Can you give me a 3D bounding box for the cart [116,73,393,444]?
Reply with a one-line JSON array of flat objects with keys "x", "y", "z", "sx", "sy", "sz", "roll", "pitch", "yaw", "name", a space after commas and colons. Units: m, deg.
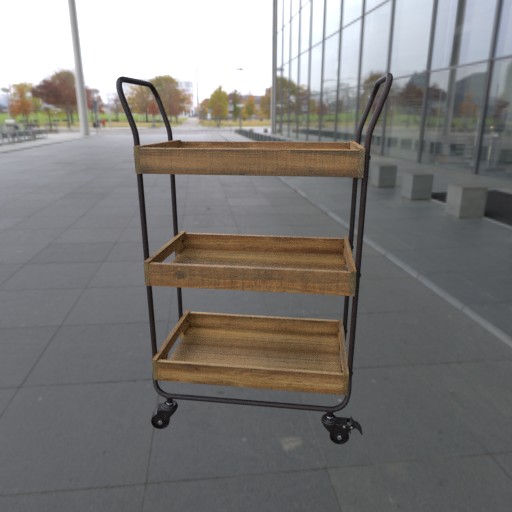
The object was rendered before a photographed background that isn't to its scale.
[{"x": 0.000, "y": 0.000, "z": 1.145, "sx": 0.583, "sy": 0.857, "sz": 0.339, "roll": 2, "pitch": 17, "yaw": 7, "name": "cart"}]
